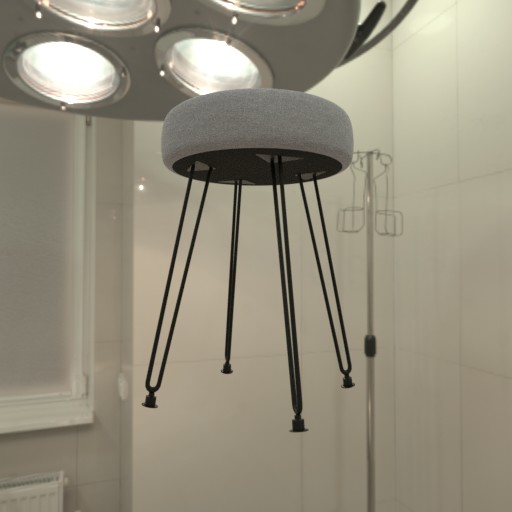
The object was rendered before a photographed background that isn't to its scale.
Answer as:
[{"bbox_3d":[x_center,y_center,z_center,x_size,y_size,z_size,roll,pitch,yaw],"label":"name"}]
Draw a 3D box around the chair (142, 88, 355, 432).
[{"bbox_3d":[0.000,0.000,0.701,0.350,0.440,0.350,0,-1,-19],"label":"chair"}]
